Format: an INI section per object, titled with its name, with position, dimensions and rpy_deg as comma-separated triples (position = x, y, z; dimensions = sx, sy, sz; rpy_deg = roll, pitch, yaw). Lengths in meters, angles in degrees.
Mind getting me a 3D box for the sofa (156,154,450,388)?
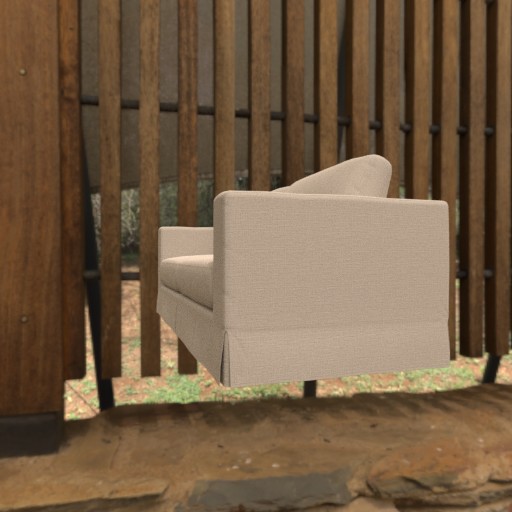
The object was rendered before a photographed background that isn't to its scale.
[sofa]
position = 0.000, 0.000, 2.635
dimensions = 0.954, 0.881, 2.163
rpy_deg = 0, 0, -18
